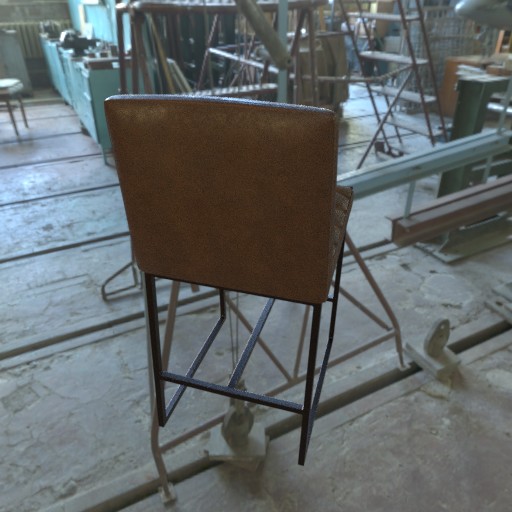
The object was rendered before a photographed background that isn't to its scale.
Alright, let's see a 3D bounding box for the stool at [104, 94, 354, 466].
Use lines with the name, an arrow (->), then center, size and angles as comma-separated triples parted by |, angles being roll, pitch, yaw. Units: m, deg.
stool -> 0.000, 0.000, 1.231 | 0.463, 0.942, 0.562 | 9, 32, 15
